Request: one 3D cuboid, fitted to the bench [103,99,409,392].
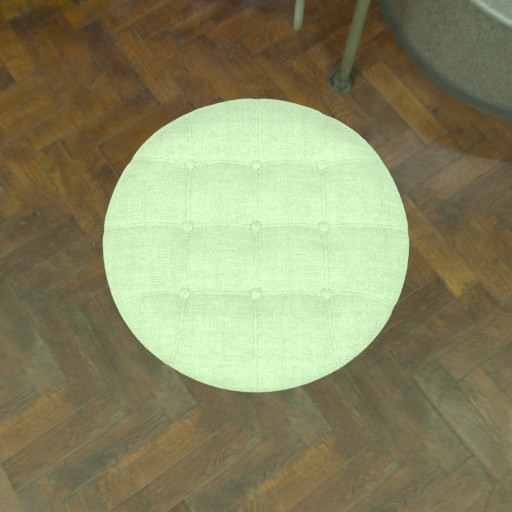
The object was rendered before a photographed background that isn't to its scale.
[{"bbox_3d":[0.000,0.000,1.032,0.600,0.453,0.600,0,75,0],"label":"bench"}]
